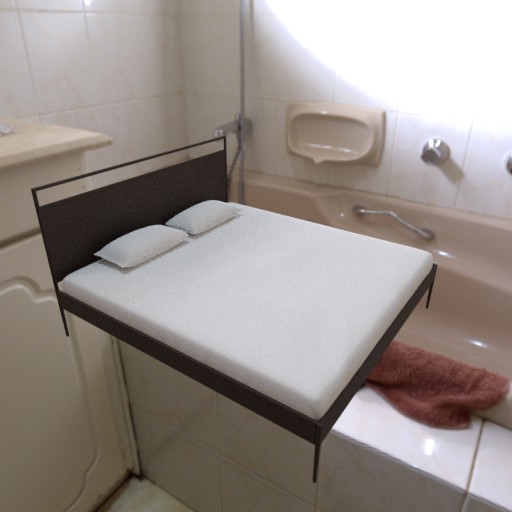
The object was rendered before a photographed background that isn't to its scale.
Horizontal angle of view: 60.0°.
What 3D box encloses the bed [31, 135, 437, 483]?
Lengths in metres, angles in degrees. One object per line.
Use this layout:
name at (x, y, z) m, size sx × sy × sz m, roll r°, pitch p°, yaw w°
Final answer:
bed at (0.000, 0.000, 3.287) m, size 2.151 × 1.173 × 1.993 m, roll 18°, pitch 32°, yaw 31°
